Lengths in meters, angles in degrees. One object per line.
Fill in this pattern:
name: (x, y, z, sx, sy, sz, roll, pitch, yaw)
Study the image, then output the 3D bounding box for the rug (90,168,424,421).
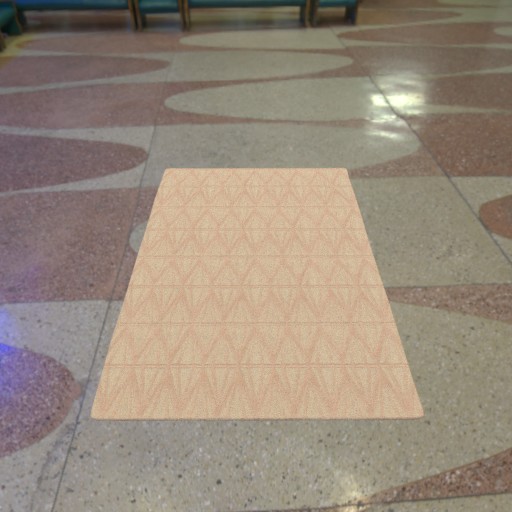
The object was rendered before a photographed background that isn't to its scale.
rug: (0.000, 0.000, 3.000, 1.609, 0.015, 2.390, 0, 40, 0)
